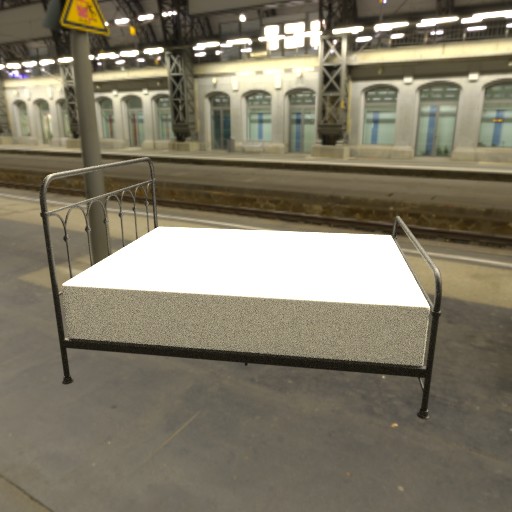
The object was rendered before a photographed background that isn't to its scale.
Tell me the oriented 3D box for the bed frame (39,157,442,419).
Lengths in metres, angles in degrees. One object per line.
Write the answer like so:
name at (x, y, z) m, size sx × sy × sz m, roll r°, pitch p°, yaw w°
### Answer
bed frame at (0.000, 0.000, 3.191) m, size 2.203 × 1.276 × 1.664 m, roll 3°, pitch 17°, yaw 9°
